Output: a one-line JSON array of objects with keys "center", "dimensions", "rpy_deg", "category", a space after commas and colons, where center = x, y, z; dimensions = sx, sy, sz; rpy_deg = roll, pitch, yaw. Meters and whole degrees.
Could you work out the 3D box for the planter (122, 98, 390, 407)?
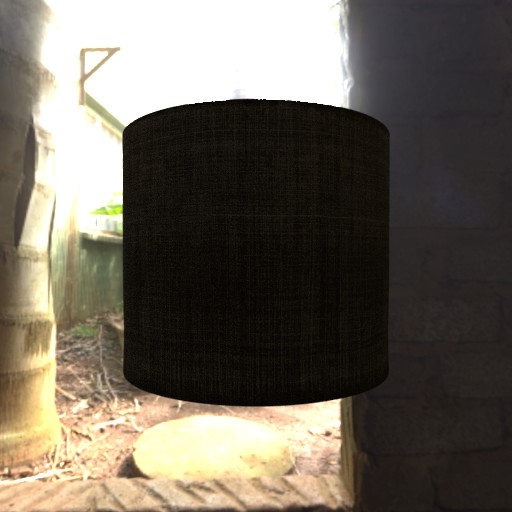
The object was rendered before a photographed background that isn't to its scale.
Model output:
[{"center": [0.000, 0.000, 0.439], "dimensions": [0.254, 0.221, 0.254], "rpy_deg": [0, 0, 0], "category": "planter"}]
